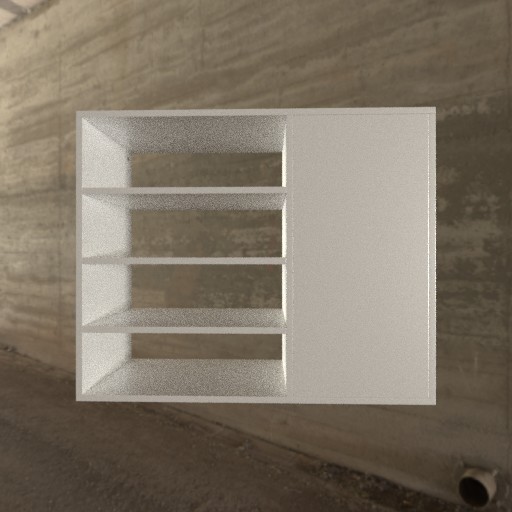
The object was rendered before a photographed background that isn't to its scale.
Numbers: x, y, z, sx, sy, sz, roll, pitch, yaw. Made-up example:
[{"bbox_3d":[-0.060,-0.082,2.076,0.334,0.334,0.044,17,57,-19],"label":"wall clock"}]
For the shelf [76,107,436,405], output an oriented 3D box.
[{"bbox_3d":[0.000,0.000,1.300,0.895,0.732,0.396,0,0,2],"label":"shelf"}]
